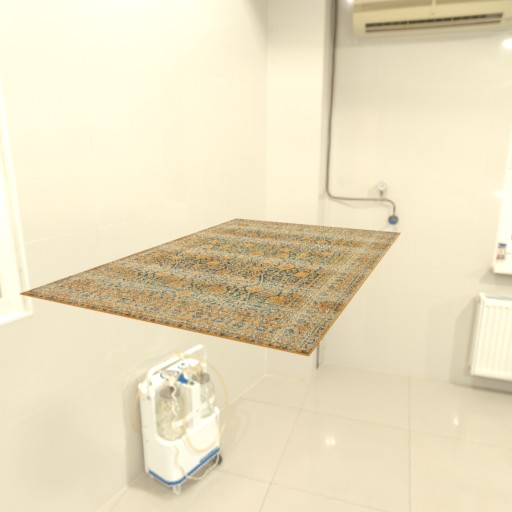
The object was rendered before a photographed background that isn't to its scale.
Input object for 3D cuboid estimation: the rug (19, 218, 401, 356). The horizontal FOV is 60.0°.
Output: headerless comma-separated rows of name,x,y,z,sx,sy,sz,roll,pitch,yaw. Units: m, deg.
rug,0.000,0.000,2.931,1.525,0.007,2.336,7,17,24
